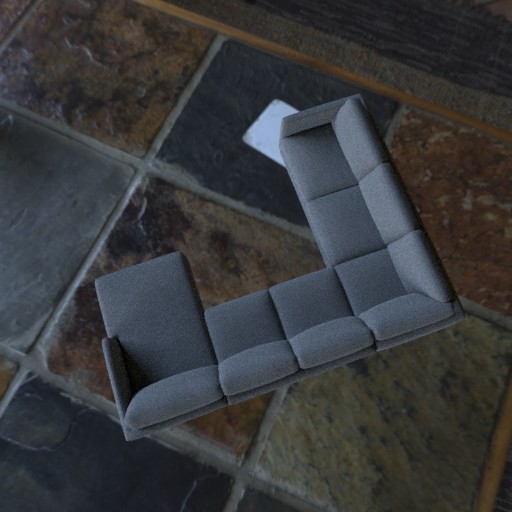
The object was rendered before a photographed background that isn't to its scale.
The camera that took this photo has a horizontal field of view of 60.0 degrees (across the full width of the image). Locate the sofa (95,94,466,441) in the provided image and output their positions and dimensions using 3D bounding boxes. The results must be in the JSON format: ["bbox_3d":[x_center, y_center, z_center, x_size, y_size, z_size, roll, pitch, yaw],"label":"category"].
[{"bbox_3d":[0.000,0.000,4.465,3.238,0.853,2.551,-19,75,-5],"label":"sofa"}]
